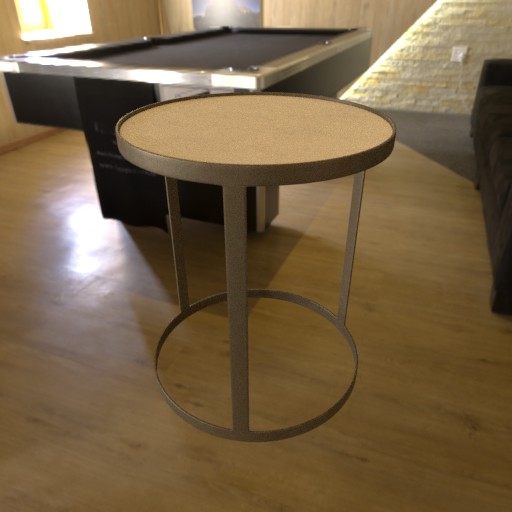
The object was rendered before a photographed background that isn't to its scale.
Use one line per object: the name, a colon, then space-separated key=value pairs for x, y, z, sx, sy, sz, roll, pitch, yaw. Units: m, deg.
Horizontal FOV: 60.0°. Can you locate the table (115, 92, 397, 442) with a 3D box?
table: x=0.000 y=0.000 z=0.929 sx=0.480 sy=0.565 sz=0.480 roll=0 pitch=31 yaw=0
